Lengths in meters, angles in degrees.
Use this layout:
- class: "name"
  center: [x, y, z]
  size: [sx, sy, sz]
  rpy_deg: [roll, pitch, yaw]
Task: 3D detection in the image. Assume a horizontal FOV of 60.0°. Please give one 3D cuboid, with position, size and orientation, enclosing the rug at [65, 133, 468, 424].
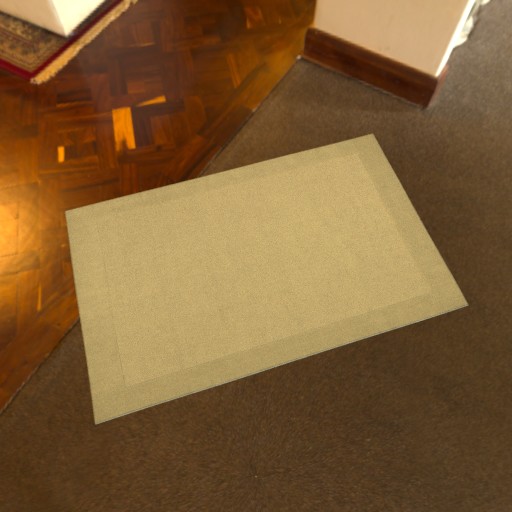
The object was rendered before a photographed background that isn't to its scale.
- class: "rug"
  center: [0.000, 0.000, 3.059]
  size: [2.438, 0.014, 1.524]
  rpy_deg: [-16, 65, -8]
